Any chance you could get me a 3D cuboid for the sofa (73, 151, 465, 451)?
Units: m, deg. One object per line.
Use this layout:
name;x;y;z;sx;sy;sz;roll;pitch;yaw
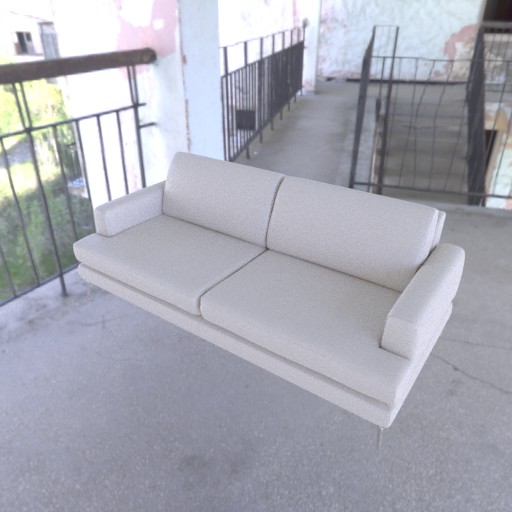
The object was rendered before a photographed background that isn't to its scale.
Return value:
sofa;0.000;0.000;2.401;1.940;0.765;0.974;19;34;30
